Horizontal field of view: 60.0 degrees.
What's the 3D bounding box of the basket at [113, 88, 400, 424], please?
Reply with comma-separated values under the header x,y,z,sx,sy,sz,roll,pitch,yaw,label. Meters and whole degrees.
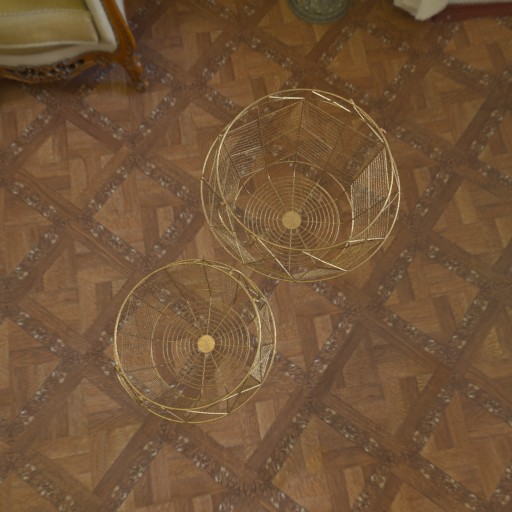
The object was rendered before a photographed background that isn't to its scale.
x,y,z,sx,sy,sz,roll,pitch,yaw,label
0.000,0.000,1.037,0.451,0.343,0.805,33,78,8,basket
